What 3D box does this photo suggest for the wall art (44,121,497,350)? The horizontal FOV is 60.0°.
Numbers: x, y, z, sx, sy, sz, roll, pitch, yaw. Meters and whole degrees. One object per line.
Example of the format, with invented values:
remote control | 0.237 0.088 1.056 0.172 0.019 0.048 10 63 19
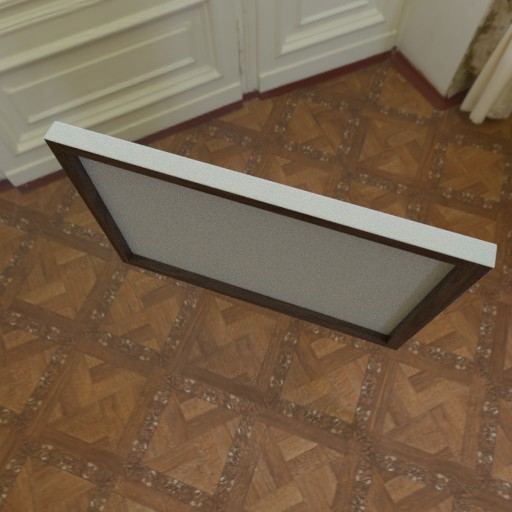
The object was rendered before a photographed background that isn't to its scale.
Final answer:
wall art | 0.000 0.000 1.138 0.914 0.610 0.050 17 65 8
